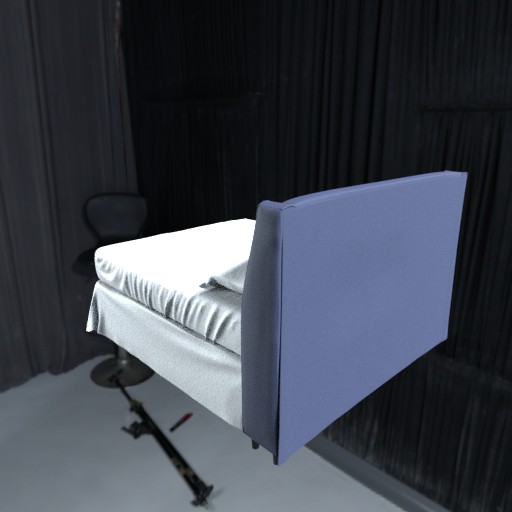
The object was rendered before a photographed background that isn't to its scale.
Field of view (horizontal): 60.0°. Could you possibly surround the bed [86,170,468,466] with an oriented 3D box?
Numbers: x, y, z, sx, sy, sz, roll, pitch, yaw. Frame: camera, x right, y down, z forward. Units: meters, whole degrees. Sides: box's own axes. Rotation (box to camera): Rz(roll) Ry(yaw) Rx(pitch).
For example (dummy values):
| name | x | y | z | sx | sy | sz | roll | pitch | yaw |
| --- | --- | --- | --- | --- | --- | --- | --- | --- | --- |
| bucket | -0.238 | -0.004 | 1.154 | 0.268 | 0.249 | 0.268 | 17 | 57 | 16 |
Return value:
| name | x | y | z | sx | sy | sz | roll | pitch | yaw |
| --- | --- | --- | --- | --- | --- | --- | --- | --- | --- |
| bed | 0.000 | 0.000 | 3.375 | 1.925 | 1.332 | 2.276 | -16 | 23 | -42 |
